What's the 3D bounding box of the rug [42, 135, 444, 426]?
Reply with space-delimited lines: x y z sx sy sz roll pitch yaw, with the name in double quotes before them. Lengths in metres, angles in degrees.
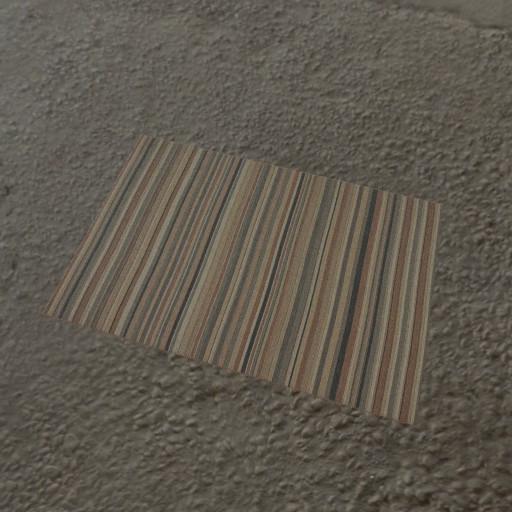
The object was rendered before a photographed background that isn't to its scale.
"rug" 0.000 0.000 2.329 1.829 0.008 1.219 15 63 8
